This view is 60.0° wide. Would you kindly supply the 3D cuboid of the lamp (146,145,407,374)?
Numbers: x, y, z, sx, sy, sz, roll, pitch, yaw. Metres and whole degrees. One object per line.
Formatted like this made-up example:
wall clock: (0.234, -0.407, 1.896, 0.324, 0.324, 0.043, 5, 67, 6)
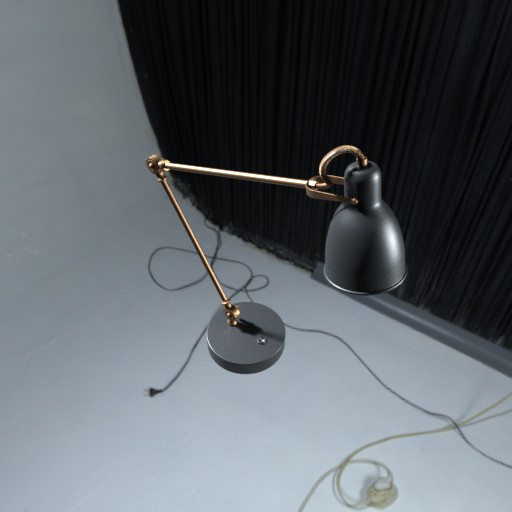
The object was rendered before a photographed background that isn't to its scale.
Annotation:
lamp: (0.000, 0.000, 0.864, 0.561, 0.587, 0.187, 27, 48, 27)
